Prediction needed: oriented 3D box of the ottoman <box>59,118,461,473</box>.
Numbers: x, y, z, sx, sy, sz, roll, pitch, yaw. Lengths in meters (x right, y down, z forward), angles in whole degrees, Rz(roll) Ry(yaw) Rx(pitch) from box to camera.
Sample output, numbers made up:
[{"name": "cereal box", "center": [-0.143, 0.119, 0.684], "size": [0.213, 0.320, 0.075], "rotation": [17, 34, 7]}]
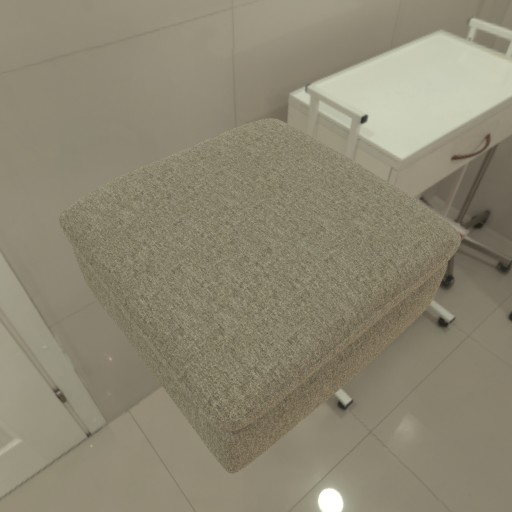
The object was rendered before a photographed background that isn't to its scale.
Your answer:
[{"name": "ottoman", "center": [0.000, 0.000, 1.633], "size": [1.039, 0.526, 1.035], "rotation": [-32, 55, -26]}]
